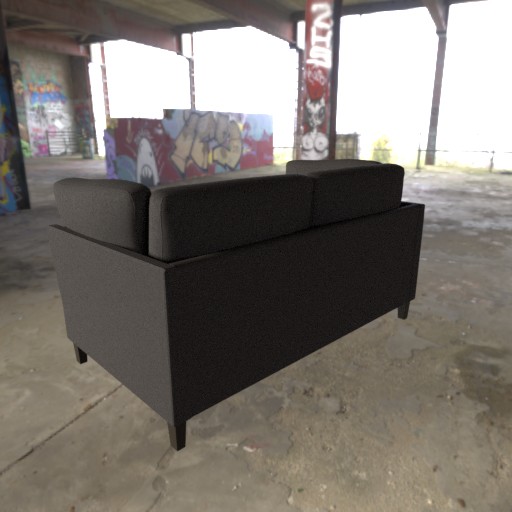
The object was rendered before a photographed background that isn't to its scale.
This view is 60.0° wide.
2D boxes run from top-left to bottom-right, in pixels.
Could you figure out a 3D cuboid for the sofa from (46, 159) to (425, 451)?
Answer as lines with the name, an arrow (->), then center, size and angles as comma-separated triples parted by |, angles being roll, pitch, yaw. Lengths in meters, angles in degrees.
sofa -> 0.000, 0.000, 2.311 | 1.751, 0.920, 0.969 | -15, 22, -41
